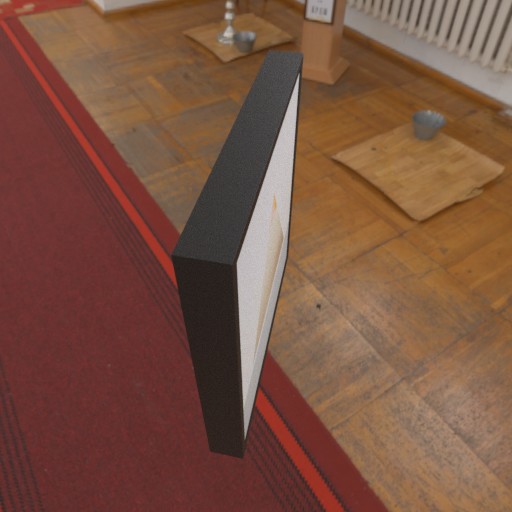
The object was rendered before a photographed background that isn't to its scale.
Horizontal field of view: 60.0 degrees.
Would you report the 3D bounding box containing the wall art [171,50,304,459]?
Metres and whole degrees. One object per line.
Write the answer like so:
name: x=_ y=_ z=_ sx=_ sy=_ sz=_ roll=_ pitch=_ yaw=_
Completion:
wall art: x=0.000 y=0.000 z=0.466 sx=0.037 sy=0.303 sz=0.304 roll=9 pitch=47 yaw=8
